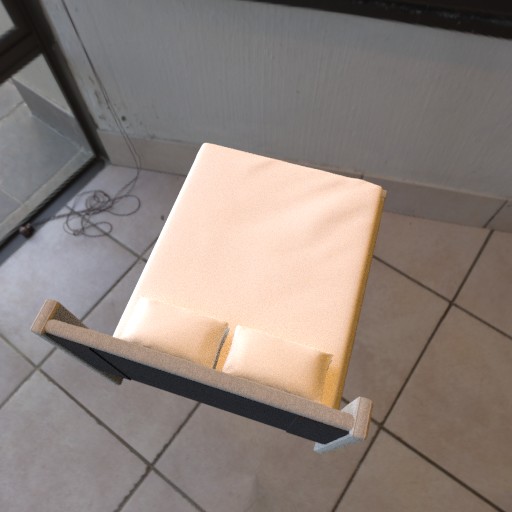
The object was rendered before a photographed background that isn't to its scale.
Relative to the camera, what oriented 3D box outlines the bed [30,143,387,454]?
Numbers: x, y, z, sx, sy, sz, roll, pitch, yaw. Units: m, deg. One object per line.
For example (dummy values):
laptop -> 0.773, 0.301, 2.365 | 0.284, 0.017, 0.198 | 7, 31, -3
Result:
bed -> 0.000, 0.000, 3.303 | 1.774, 1.491, 2.222 | 16, 65, 8
